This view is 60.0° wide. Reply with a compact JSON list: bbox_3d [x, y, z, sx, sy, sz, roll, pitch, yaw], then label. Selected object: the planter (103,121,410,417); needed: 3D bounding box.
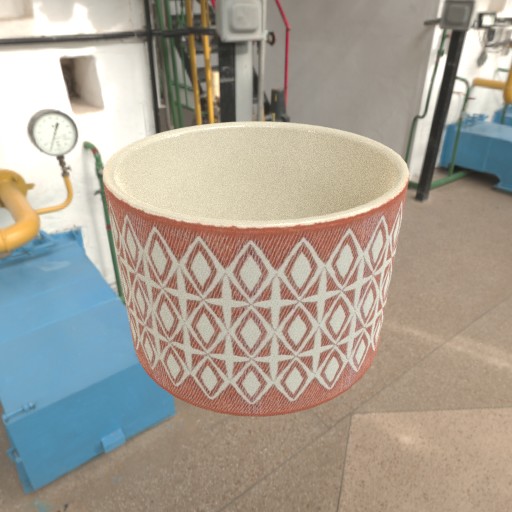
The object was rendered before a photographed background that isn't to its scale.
[{"bbox_3d":[0.000,0.000,0.326,0.192,0.148,0.192,0,31,0],"label":"planter"}]
